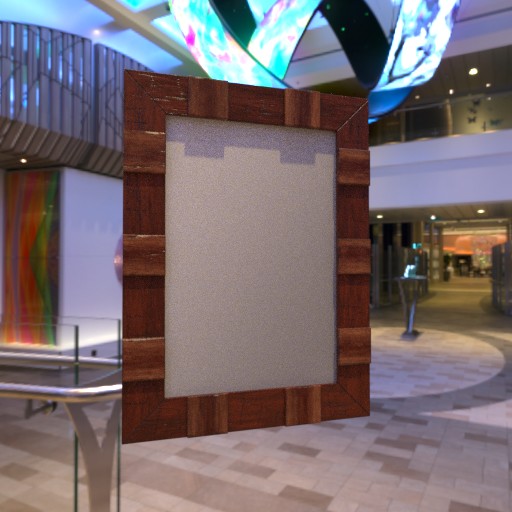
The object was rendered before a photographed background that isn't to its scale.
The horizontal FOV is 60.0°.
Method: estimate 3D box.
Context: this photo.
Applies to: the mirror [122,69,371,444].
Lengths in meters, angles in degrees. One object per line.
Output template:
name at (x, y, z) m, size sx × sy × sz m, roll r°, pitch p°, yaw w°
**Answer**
mirror at (0.000, 0.000, 1.041) m, size 0.600 × 0.805 × 0.021 m, roll 0°, pitch -1°, yaw -17°
